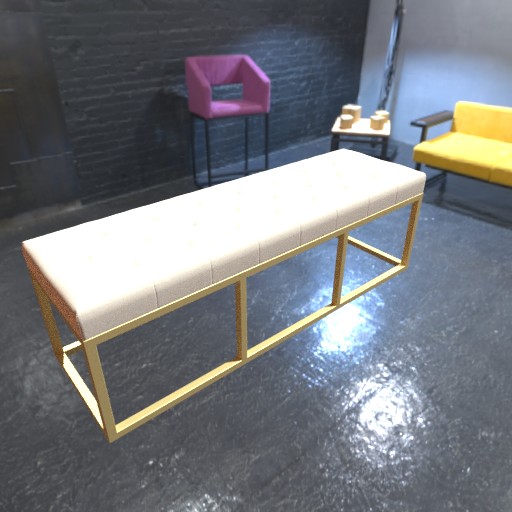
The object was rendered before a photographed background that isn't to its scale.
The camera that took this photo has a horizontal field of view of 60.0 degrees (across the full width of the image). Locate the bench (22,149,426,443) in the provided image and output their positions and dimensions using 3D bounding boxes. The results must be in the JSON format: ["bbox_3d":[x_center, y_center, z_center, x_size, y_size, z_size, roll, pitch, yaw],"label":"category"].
[{"bbox_3d":[0.000,0.000,1.697,1.473,0.484,0.457,-23,38,-33],"label":"bench"}]
